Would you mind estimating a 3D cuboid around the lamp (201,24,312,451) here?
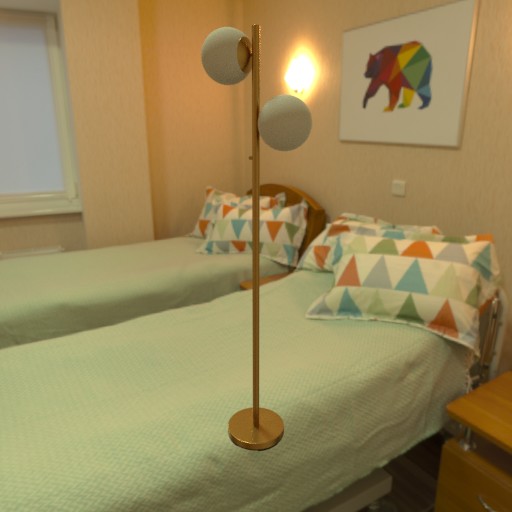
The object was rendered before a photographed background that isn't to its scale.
[{"bbox_3d":[0.000,0.000,1.740,0.419,1.641,0.249,9,19,27],"label":"lamp"}]
